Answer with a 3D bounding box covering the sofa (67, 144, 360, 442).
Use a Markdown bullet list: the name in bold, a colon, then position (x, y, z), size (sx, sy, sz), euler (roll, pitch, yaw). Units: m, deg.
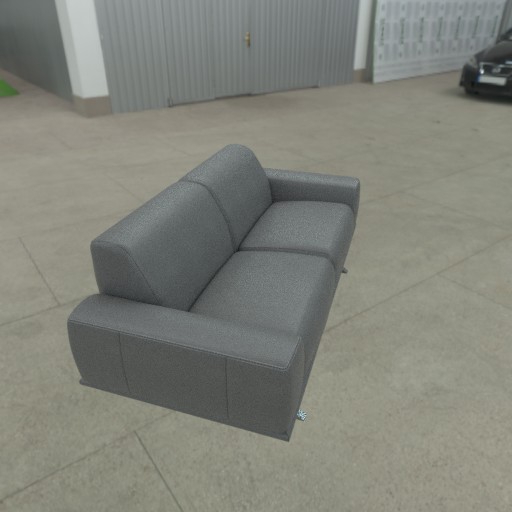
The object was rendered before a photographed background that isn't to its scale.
- **sofa**: position (0.000, 0.000, 2.358), size (0.900, 0.772, 1.901), euler (9, 31, 16)
